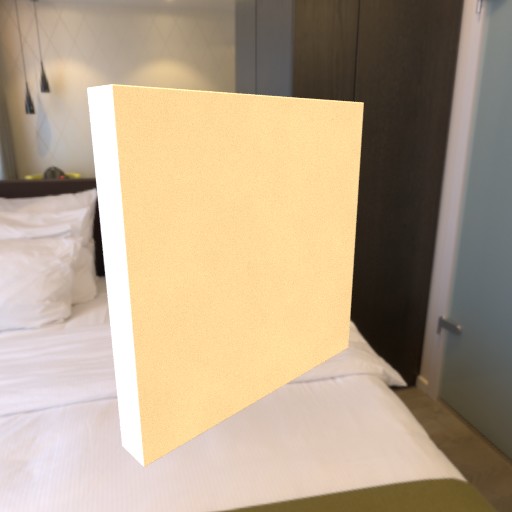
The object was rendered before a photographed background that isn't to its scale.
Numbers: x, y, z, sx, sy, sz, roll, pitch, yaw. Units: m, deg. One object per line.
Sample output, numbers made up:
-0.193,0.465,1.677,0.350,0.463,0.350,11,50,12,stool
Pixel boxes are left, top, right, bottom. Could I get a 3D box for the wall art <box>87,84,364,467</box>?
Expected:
0.000,0.000,0.451,0.305,0.305,0.038,-15,22,-43,wall art
